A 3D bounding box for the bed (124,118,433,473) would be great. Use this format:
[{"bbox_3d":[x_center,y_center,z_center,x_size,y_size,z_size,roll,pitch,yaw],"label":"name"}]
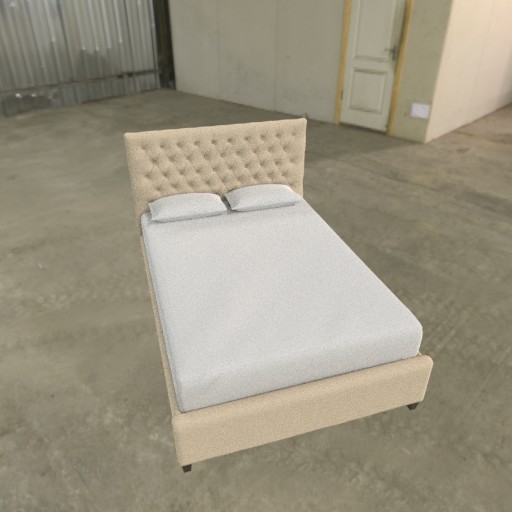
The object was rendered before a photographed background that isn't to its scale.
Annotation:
[{"bbox_3d":[0.000,0.000,3.460,1.698,1.427,2.387,-9,33,-14],"label":"bed"}]
